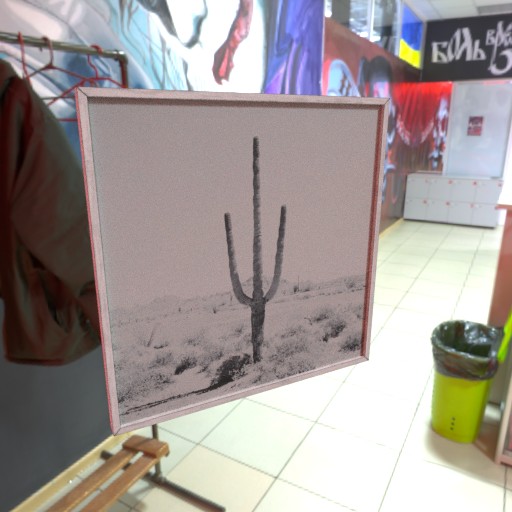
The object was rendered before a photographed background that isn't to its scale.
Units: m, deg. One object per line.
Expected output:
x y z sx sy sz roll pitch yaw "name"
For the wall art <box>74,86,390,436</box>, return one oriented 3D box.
0.000 0.000 1.106 0.762 0.762 0.038 -8 18 -26 "wall art"
